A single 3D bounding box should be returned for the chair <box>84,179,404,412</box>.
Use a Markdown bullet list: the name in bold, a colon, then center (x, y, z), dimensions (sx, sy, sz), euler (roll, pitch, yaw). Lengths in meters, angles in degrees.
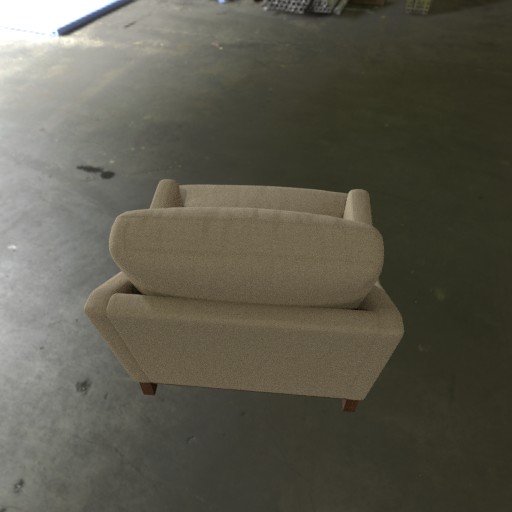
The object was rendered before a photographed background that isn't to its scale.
- **chair**: center (0.000, 0.000, 1.722), dimensions (0.912, 0.916, 1.001), euler (4, 45, 4)
